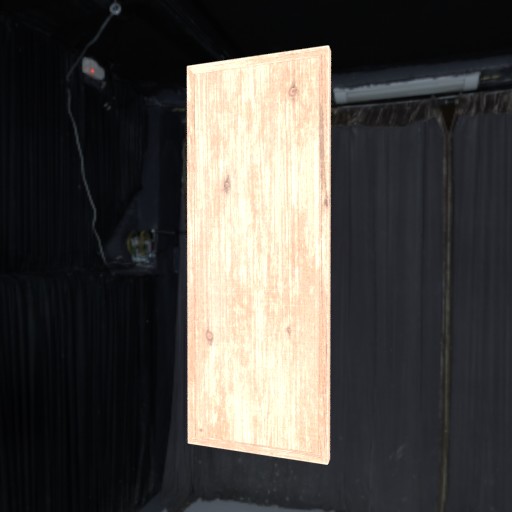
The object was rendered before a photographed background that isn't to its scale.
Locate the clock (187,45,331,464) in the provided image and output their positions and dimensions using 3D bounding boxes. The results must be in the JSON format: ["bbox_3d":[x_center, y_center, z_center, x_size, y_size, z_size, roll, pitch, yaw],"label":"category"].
[{"bbox_3d":[0.000,0.000,1.091,0.361,0.965,0.030,0,1,18],"label":"clock"}]
